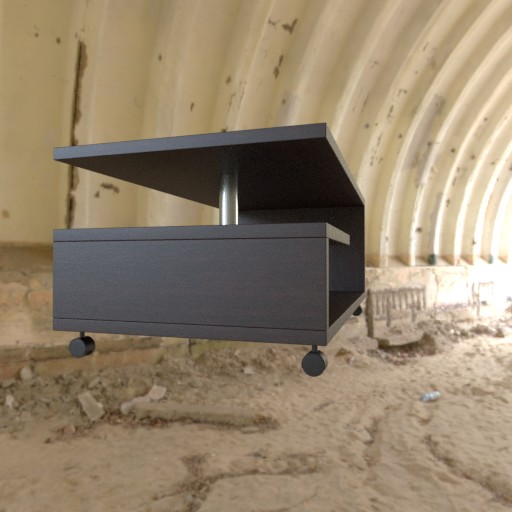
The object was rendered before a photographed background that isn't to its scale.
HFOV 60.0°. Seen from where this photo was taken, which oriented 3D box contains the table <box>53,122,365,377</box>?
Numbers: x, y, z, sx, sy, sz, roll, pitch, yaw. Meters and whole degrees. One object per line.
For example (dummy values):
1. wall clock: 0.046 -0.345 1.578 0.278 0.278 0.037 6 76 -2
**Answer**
1. table: 0.000 0.000 1.369 0.590 0.460 1.050 0 -1 17
